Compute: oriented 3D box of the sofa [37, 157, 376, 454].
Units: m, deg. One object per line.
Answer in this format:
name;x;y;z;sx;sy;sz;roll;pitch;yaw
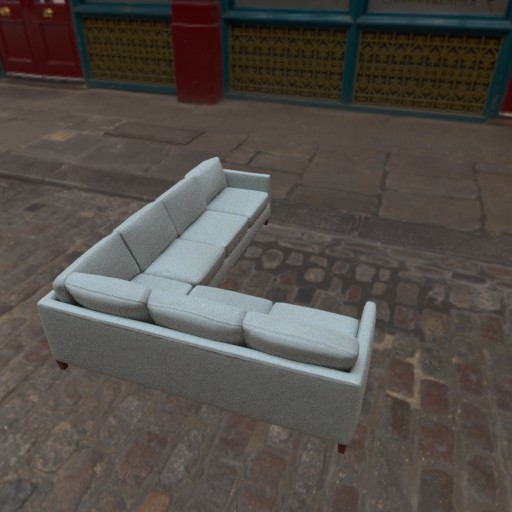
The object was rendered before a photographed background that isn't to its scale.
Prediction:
sofa;0.000;0.000;4.564;2.592;0.947;3.301;10;33;16
